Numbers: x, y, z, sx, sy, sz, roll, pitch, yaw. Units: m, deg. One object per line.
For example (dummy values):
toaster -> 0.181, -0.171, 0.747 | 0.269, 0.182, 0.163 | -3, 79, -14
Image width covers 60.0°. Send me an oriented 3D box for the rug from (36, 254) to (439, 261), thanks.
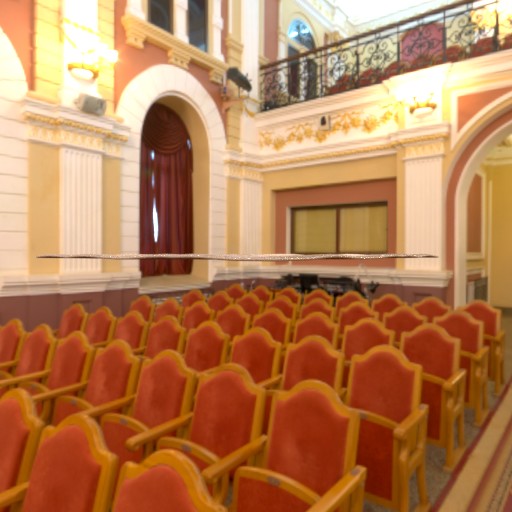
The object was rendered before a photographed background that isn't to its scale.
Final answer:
rug -> 0.000, 0.000, 0.909 | 0.551, 0.008, 0.642 | 0, 0, 38
